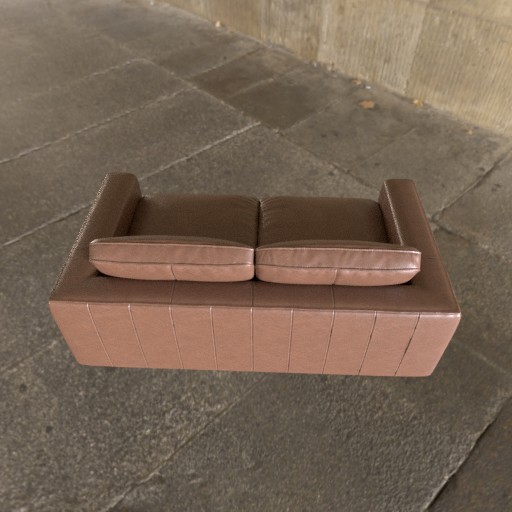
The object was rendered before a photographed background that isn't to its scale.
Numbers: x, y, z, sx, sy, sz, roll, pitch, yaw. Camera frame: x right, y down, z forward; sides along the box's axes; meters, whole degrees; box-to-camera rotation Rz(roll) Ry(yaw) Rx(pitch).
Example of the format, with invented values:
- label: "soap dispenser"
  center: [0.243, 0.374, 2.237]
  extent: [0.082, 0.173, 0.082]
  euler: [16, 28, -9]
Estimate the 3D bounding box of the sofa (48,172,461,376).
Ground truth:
- label: "sofa"
  center: [0.000, 0.000, 2.500]
  extent: [1.920, 0.800, 1.070]
  euler: [2, 46, 2]
